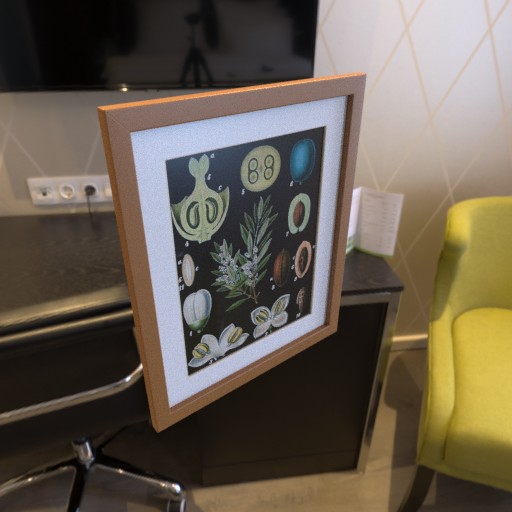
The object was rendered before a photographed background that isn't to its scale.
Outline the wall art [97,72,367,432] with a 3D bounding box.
[{"bbox_3d":[0.000,0.000,0.525,0.310,0.379,0.015,-21,36,-32],"label":"wall art"}]
